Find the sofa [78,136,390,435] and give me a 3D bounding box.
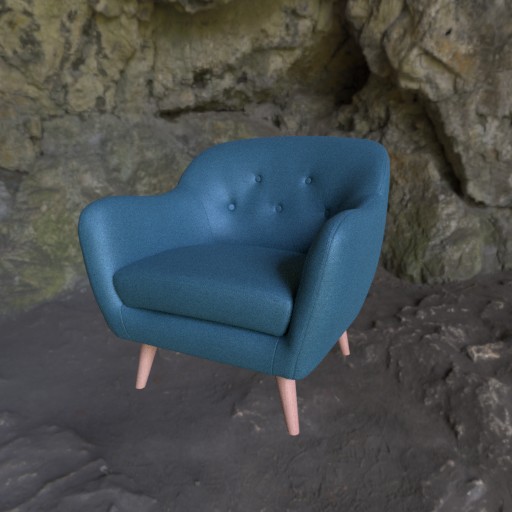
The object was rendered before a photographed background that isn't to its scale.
[{"bbox_3d":[0.000,0.000,1.531,0.836,0.817,0.825,7,15,26],"label":"sofa"}]
